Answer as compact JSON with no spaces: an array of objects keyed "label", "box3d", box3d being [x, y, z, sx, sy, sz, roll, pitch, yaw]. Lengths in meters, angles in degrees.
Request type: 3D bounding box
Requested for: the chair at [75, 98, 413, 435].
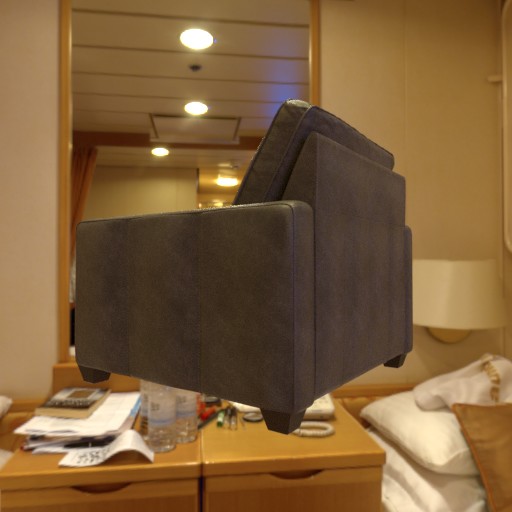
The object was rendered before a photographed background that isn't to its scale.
[{"label":"chair","box3d":[0.000,0.000,1.741,0.939,0.916,1.006,-1,-1,36]}]
